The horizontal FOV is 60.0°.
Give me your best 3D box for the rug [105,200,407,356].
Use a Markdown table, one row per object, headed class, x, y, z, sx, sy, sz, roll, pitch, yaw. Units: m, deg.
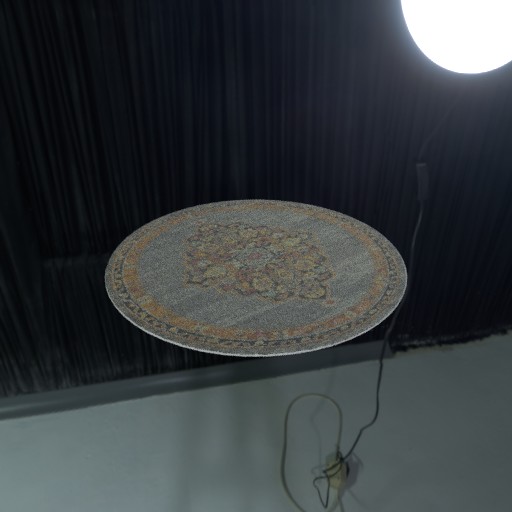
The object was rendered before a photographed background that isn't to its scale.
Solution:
| class | x | y | z | sx | sy | sz | roll | pitch | yaw |
| --- | --- | --- | --- | --- | --- | --- | --- | --- | --- |
| rug | 0.000 | 0.000 | 2.446 | 1.598 | 0.010 | 1.598 | 0 | 30 | 0 |
